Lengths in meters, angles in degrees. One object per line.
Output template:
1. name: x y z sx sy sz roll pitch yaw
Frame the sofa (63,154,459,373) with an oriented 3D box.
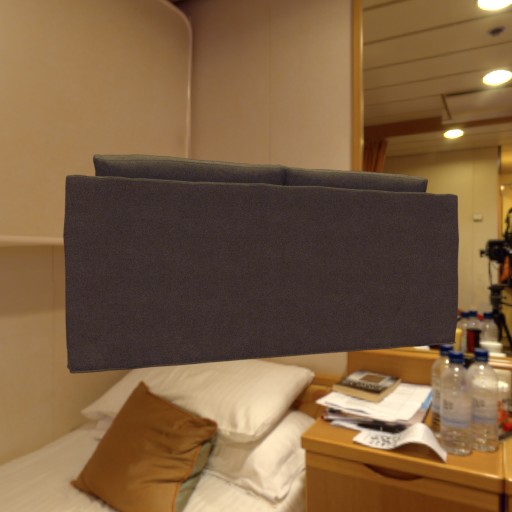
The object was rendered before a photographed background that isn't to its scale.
1. sofa: 0.000 0.000 2.327 1.802 0.854 0.974 0 0 -18
